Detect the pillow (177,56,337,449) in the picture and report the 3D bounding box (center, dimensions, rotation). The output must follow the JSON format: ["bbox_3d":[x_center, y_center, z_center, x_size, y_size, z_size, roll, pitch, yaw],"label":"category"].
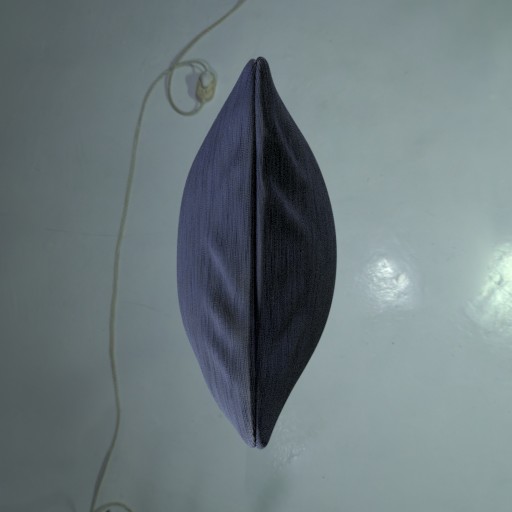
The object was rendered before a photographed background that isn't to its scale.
[{"bbox_3d":[0.000,0.000,0.678,0.246,0.414,0.432,0,88,0],"label":"pillow"}]
